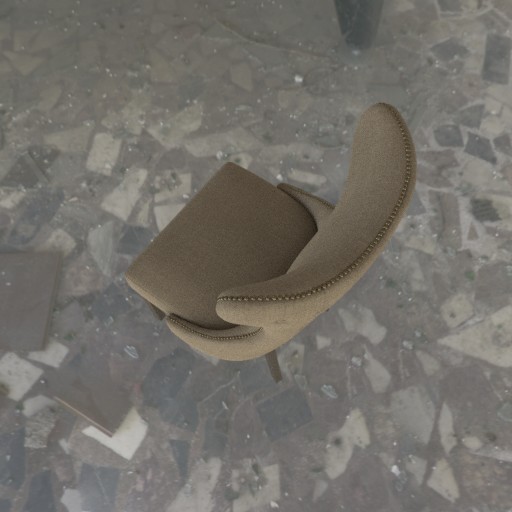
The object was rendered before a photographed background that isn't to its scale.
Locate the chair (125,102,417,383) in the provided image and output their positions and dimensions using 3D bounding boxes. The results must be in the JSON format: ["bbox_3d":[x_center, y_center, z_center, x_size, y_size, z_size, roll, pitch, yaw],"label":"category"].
[{"bbox_3d":[0.000,0.000,1.338,0.635,0.967,0.628,33,68,15],"label":"chair"}]
